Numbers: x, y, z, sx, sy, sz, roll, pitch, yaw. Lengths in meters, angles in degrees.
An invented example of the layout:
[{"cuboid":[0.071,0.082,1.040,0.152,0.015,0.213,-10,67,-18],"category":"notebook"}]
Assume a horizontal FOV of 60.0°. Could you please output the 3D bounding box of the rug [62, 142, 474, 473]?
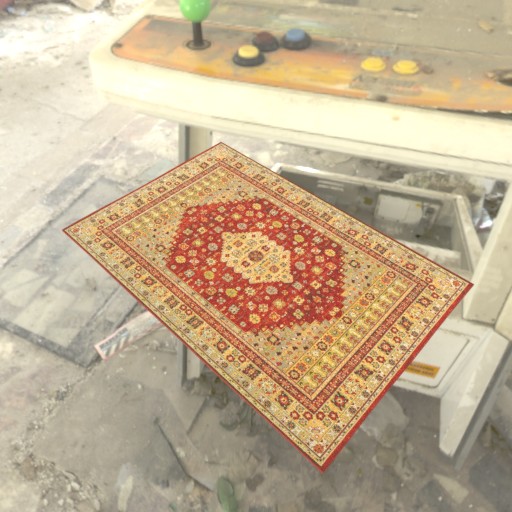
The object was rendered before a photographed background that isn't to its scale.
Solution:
[{"cuboid":[0.000,0.000,2.289,1.802,0.013,1.194,35,56,28],"category":"rug"}]
